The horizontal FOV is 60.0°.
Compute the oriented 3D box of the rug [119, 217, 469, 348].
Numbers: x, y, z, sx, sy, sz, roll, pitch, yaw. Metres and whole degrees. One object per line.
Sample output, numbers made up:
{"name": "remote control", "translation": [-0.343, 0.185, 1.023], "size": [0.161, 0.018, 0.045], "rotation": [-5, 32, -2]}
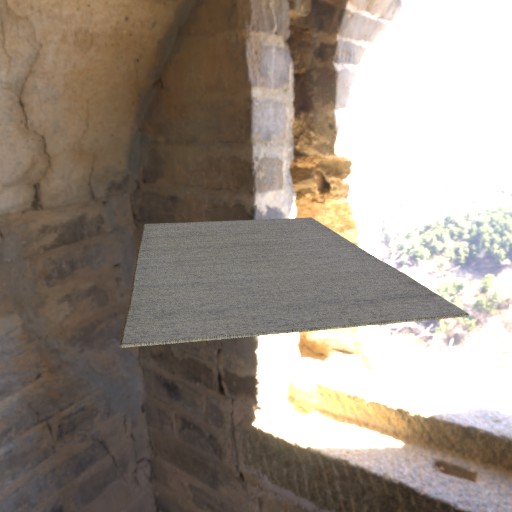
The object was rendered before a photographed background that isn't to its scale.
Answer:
{"name": "rug", "translation": [0.000, 0.000, 2.898], "size": [1.523, 0.017, 2.263], "rotation": [-3, 17, -11]}
